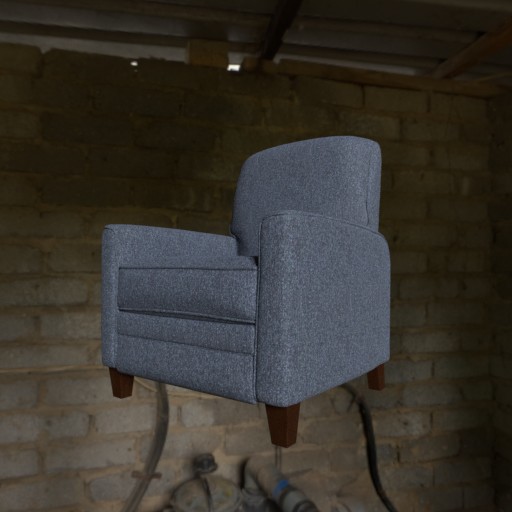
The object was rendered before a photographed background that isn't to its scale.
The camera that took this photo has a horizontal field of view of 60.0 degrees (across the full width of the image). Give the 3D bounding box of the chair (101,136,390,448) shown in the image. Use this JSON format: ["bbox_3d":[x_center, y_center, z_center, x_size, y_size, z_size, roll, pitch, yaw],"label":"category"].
[{"bbox_3d":[0.000,0.000,1.670,0.839,1.016,0.850,-1,-1,37],"label":"chair"}]
